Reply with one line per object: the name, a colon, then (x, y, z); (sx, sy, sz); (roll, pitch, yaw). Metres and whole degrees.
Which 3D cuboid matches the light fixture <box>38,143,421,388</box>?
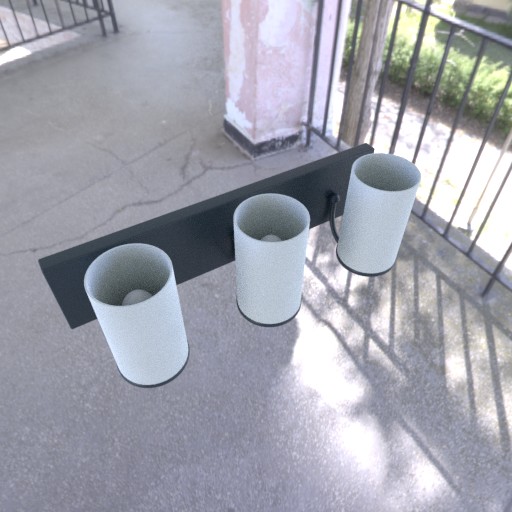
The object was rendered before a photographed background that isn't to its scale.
light fixture: (0.000, 0.000, 0.541); (0.451, 0.172, 0.145); (-23, 50, -21)
